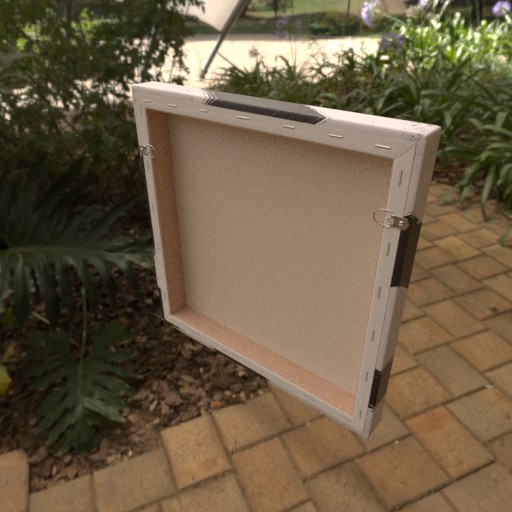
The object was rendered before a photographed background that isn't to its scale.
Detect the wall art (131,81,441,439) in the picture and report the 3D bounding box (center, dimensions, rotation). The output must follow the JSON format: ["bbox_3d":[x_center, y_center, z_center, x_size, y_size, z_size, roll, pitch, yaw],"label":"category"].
[{"bbox_3d":[0.000,0.000,0.756,0.507,0.508,0.050,22,37,32],"label":"wall art"}]
